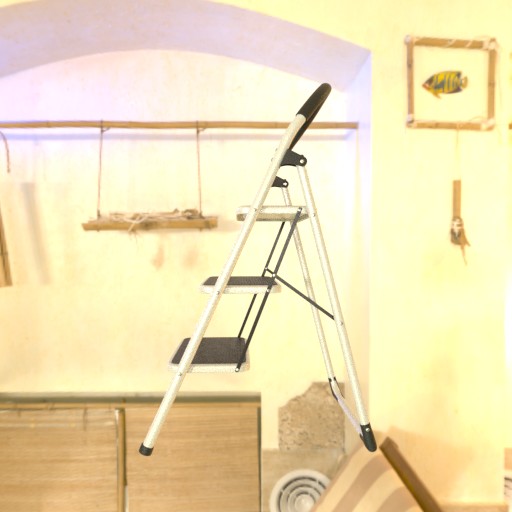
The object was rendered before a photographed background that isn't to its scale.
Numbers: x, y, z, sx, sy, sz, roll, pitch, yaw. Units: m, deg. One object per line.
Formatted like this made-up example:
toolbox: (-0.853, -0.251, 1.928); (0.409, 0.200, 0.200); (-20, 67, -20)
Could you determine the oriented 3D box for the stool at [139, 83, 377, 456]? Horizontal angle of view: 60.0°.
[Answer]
stool: (0.000, 0.000, 1.472); (0.676, 1.109, 0.485); (0, 1, -2)
